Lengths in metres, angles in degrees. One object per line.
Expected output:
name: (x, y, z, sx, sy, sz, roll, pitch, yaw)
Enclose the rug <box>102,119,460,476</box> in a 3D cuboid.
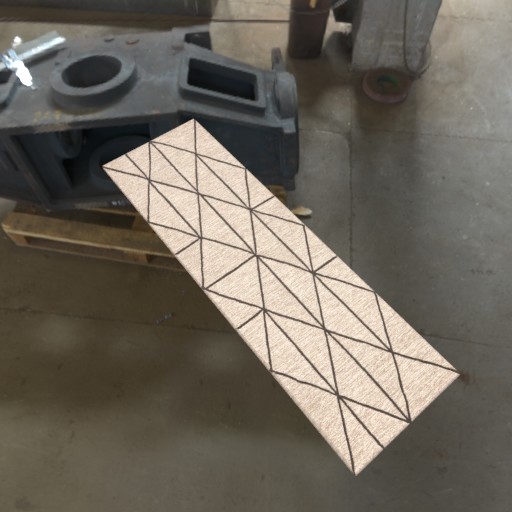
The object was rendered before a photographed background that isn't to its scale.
rug: (0.000, 0.000, 2.663, 0.762, 0.012, 2.438, -34, 64, -19)
